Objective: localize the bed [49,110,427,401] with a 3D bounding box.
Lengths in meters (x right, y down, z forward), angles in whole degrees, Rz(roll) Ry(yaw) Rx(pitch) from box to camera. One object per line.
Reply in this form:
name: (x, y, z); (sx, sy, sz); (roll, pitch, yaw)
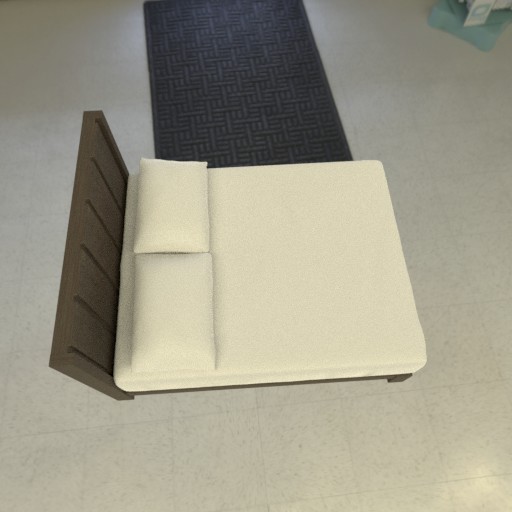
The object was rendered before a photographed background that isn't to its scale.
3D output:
bed: (0.000, 0.000, 3.247); (2.242, 1.270, 1.727); (-3, 64, -2)
